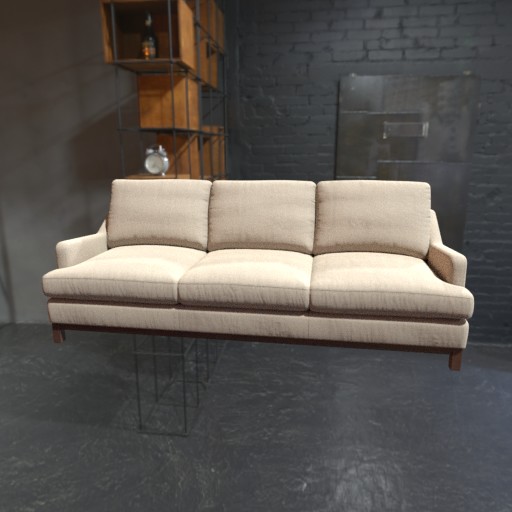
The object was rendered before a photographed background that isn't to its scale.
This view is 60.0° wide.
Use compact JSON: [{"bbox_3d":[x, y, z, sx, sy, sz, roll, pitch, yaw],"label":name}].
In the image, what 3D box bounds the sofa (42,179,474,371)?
[{"bbox_3d":[0.000,0.000,2.779,2.321,0.913,1.000,2,14,8],"label":"sofa"}]
